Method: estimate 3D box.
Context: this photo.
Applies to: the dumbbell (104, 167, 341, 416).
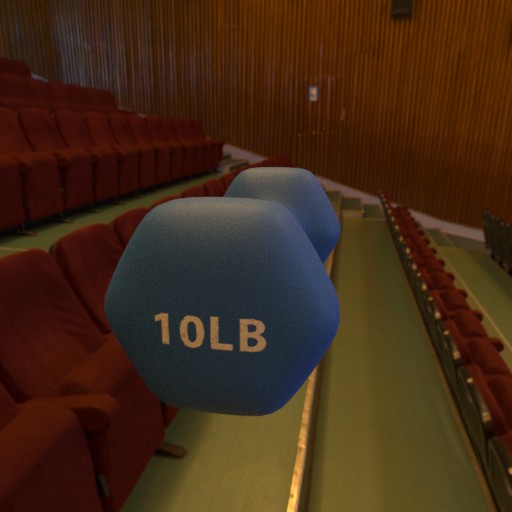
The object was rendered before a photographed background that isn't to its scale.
[{"bbox_3d":[0.000,0.000,0.269,0.103,0.093,0.212,3,16,11],"label":"dumbbell"}]
